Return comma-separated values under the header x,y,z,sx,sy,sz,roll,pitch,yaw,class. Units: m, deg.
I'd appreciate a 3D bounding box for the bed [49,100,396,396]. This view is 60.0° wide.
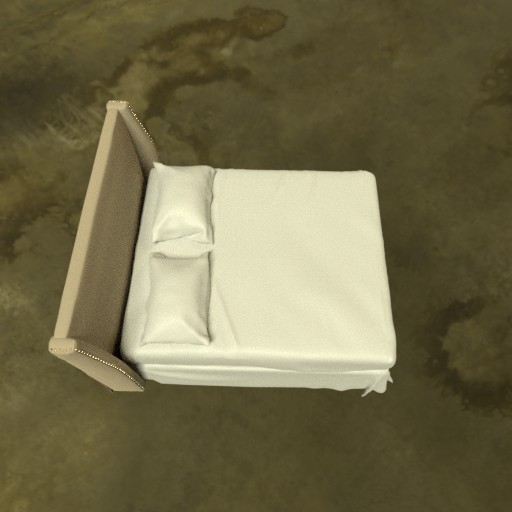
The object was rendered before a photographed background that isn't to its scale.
x,y,z,sx,sy,sz,roll,pitch,yaw,class
0.000,0.000,3.433,2.276,1.332,1.925,1,63,1,bed
